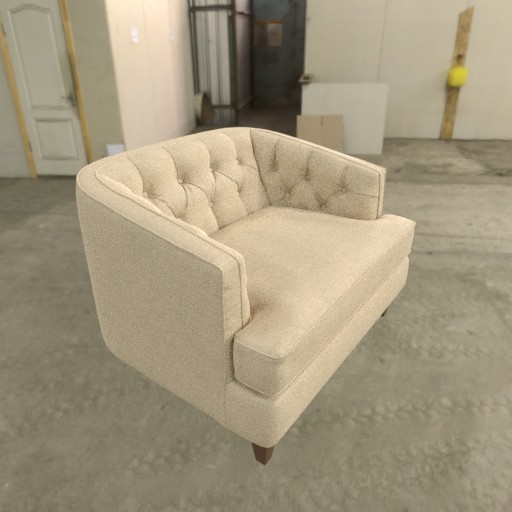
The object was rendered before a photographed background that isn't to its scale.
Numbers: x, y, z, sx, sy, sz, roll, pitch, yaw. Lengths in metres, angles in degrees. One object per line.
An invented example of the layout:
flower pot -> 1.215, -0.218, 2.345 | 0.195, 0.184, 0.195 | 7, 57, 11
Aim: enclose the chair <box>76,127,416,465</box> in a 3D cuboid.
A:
chair -> 0.000, 0.000, 1.729 | 0.914, 0.787, 1.118 | 18, 32, 31
